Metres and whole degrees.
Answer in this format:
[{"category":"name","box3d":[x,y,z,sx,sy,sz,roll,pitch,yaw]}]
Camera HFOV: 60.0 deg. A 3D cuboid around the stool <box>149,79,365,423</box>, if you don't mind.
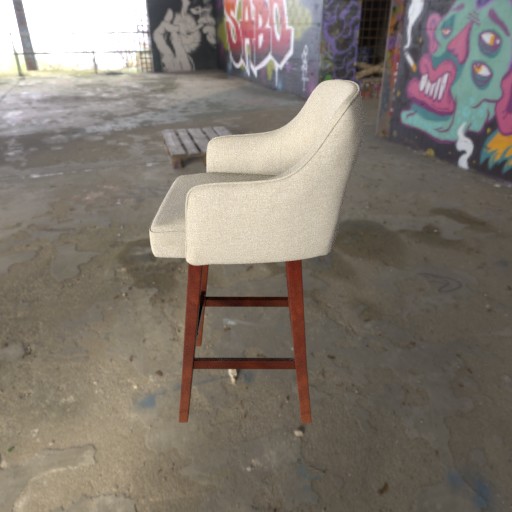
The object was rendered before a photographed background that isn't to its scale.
[{"category":"stool","box3d":[0.000,0.000,1.423,0.560,1.041,0.550,0,28,0]}]
